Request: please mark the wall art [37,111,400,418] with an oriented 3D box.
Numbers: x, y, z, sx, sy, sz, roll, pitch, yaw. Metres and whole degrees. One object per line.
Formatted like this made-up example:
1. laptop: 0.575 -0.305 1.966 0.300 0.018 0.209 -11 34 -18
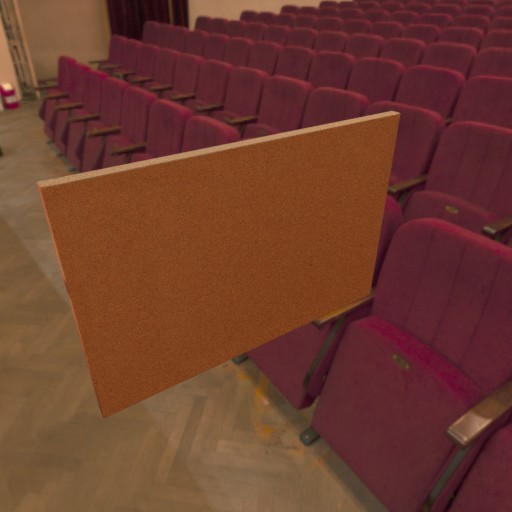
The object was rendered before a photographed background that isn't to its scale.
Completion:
1. wall art: 0.000 0.000 0.774 0.615 0.410 0.021 -19 37 -28
